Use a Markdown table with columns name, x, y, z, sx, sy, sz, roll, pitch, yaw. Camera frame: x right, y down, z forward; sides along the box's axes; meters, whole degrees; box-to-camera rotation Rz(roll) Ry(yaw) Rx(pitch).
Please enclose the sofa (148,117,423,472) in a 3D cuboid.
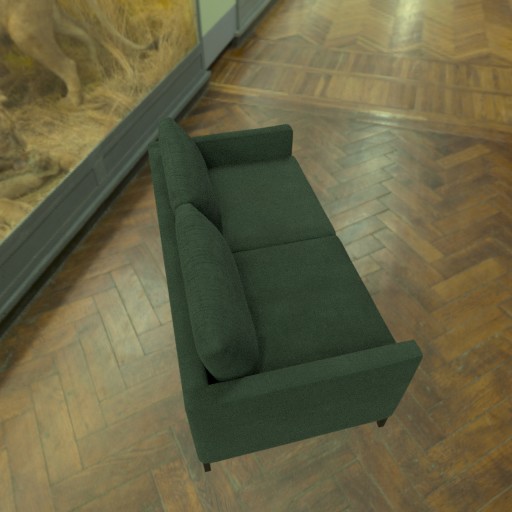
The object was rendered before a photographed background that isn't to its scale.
| name | x | y | z | sx | sy | sz | roll | pitch | yaw |
| --- | --- | --- | --- | --- | --- | --- | --- | --- | --- |
| sofa | 0.000 | 0.000 | 2.198 | 0.875 | 0.817 | 1.676 | -10 | 47 | -10 |
